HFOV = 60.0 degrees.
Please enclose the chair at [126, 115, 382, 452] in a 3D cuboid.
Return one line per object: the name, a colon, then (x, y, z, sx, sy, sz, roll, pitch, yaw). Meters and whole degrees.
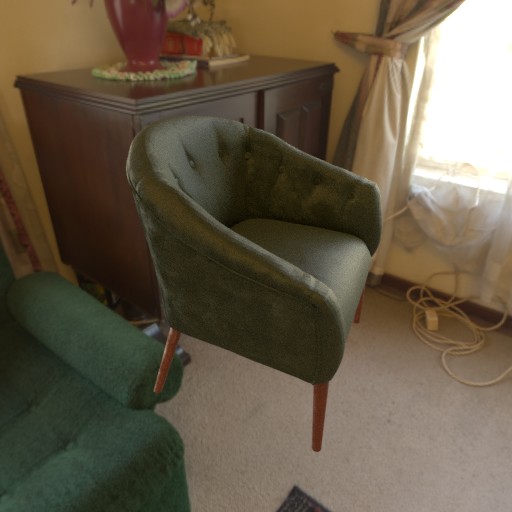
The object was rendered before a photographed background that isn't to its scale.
chair: (0.000, 0.000, 1.563, 0.776, 0.885, 0.851, 11, 31, 19)
